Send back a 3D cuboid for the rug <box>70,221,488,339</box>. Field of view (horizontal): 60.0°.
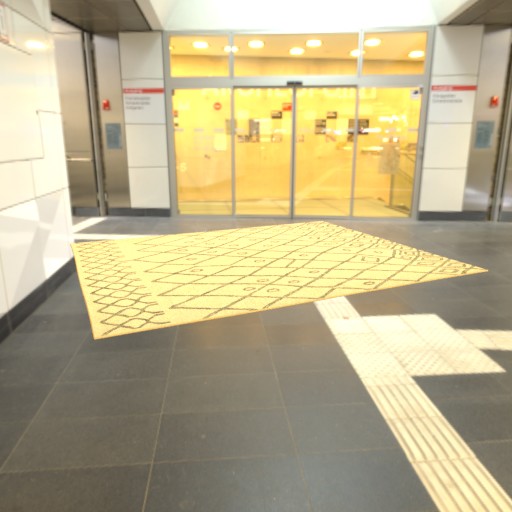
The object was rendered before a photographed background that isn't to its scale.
[{"bbox_3d":[0.000,0.000,4.062,3.046,0.015,2.446,-7,16,-24],"label":"rug"}]
